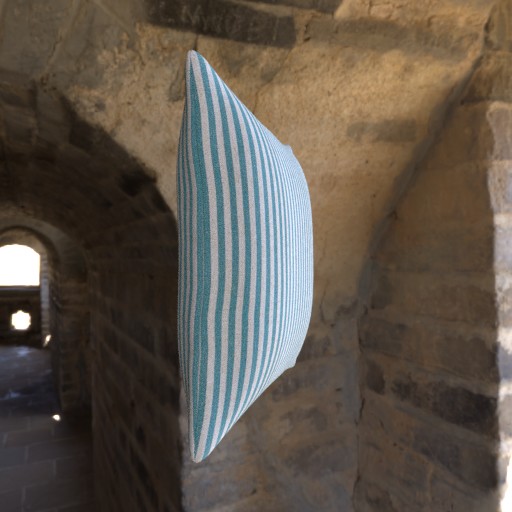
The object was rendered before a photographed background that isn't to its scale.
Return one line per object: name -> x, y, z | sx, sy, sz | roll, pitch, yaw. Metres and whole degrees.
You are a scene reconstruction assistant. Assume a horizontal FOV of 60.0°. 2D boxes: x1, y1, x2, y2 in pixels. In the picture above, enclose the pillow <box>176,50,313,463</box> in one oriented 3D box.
pillow -> 0.000, 0.000, 0.782 | 0.166, 0.510, 0.523 | 0, 0, 17
